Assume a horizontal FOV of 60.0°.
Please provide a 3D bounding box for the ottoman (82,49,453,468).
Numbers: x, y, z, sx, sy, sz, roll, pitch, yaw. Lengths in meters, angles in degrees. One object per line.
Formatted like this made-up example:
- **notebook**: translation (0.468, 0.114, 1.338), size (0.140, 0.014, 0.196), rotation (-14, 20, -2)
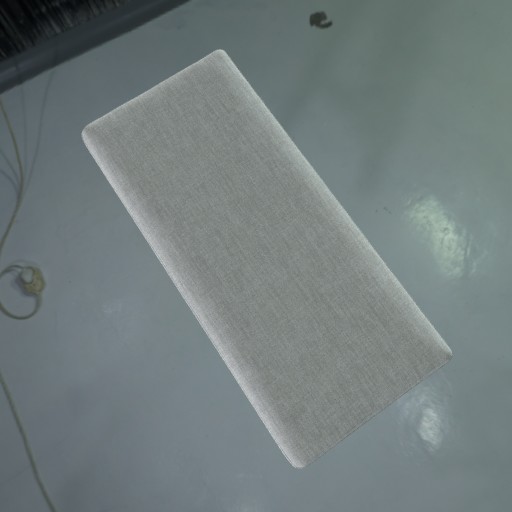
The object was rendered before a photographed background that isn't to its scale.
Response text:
- **ottoman**: translation (0.000, 0.000, 1.146), size (0.419, 0.432, 0.902), rotation (-33, 79, -7)
